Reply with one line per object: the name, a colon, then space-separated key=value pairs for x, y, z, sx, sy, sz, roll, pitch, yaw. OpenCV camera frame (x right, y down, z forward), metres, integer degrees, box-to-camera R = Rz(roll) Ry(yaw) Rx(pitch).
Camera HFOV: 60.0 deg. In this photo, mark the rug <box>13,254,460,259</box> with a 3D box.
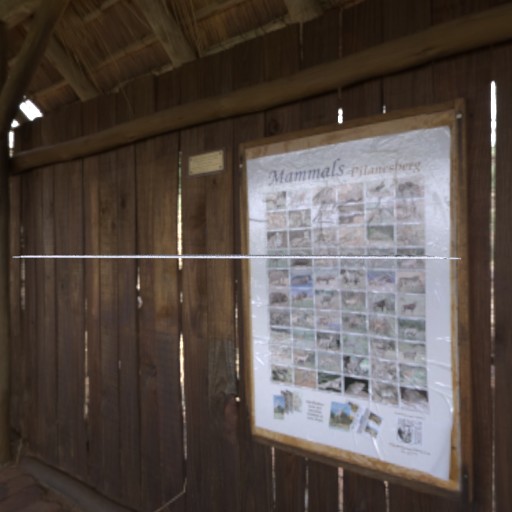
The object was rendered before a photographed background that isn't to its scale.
rug: x=0.000 y=0.000 z=3.764 sx=2.910 sy=0.013 sz=2.256 roll=0 pitch=0 yaw=18
